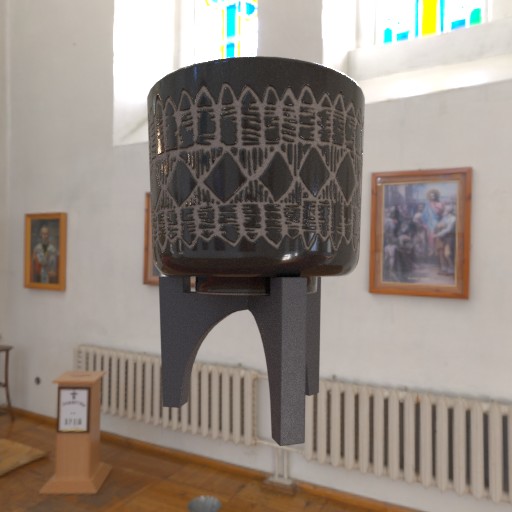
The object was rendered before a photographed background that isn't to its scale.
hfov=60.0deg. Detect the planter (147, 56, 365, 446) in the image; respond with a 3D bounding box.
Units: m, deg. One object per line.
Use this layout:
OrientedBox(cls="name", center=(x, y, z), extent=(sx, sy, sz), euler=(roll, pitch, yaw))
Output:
OrientedBox(cls="planter", center=(0.000, 0.000, 0.517), extent=(0.251, 0.355, 0.251), euler=(1, -2, -18))
